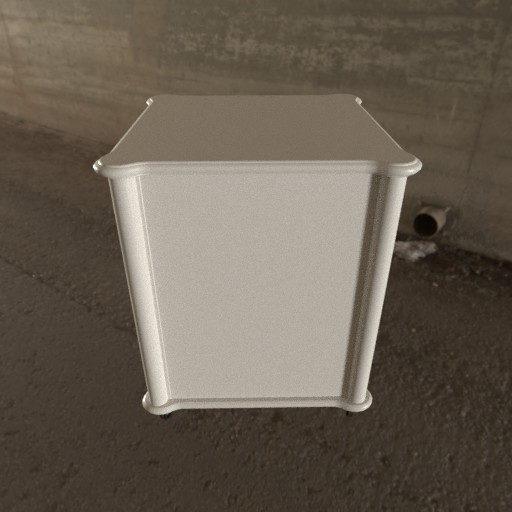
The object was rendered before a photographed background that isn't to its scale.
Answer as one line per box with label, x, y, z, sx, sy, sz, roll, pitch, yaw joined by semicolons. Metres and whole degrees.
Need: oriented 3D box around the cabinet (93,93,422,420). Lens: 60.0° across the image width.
cabinet;0.000;0.000;1.260;0.628;0.761;0.627;-1;31;-1
